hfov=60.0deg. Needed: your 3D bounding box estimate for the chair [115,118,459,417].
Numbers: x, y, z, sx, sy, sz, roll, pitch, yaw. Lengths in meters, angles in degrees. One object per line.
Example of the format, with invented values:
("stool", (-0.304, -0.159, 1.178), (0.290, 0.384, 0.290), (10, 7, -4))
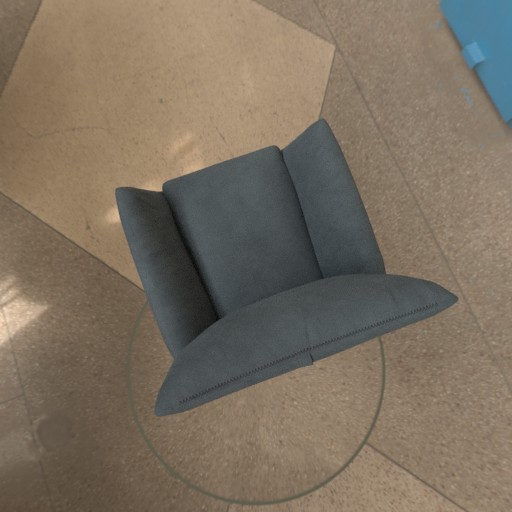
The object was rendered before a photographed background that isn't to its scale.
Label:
("chair", (0.000, 0.000, 1.386), (0.678, 0.858, 0.709), (-20, 77, -5))
